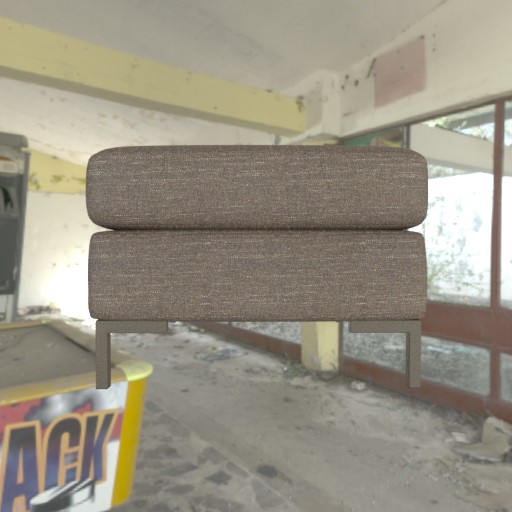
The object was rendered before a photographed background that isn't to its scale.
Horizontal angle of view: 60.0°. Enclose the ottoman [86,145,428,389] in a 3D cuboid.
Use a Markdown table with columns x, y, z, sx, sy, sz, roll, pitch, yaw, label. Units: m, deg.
| x | y | z | sx | sy | sz | roll | pitch | yaw | label |
| --- | --- | --- | --- | --- | --- | --- | --- | --- | --- |
| 0.000 | 0.000 | 1.221 | 0.671 | 0.490 | 0.820 | 0 | 1 | 0 | ottoman |
